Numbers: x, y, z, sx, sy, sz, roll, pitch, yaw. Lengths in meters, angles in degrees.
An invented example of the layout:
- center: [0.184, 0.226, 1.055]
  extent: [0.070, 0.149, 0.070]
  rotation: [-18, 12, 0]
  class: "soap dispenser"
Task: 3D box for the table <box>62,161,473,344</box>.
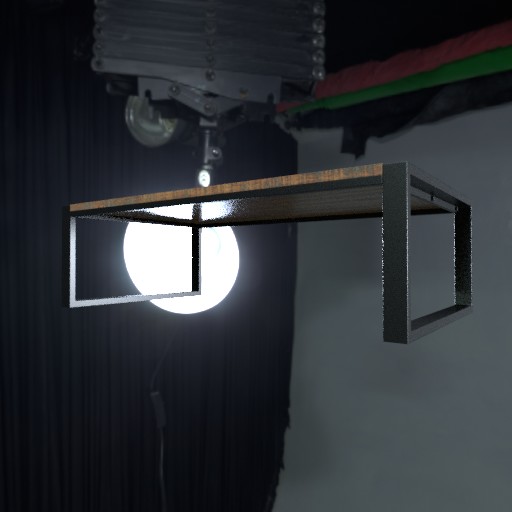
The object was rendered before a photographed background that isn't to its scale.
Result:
- center: [0.000, 0.000, 1.659]
  extent: [1.350, 0.400, 0.750]
  rotation: [-1, -1, 36]
  class: "table"
